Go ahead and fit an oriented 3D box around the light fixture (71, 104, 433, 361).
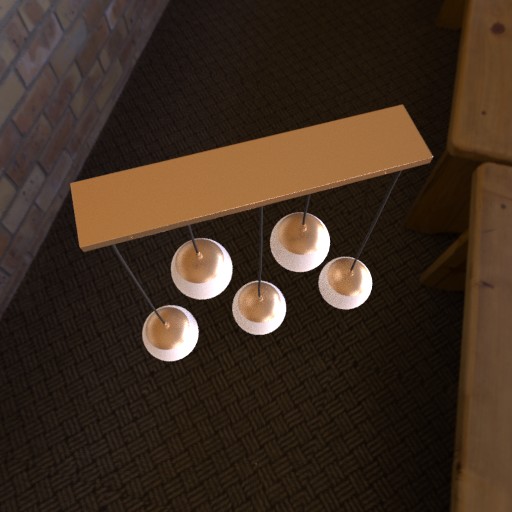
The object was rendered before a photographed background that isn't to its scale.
[{"bbox_3d":[0.000,0.000,1.339,0.863,0.869,0.299,-15,66,-7],"label":"light fixture"}]
